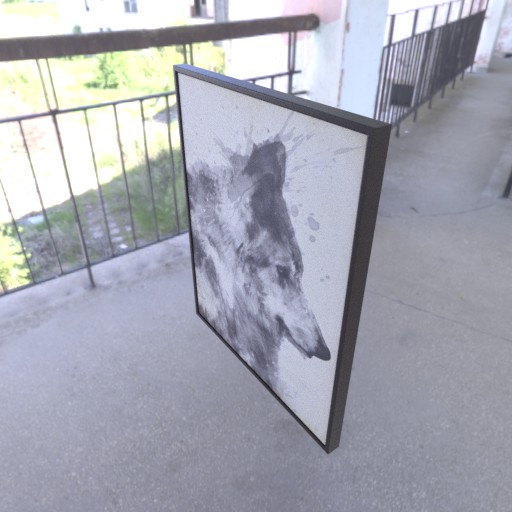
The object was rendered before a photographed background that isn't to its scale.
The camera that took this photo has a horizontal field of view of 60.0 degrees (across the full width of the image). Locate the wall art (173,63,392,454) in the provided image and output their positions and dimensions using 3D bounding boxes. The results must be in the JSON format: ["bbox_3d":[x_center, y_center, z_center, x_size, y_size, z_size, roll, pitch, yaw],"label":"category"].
[{"bbox_3d":[0.000,0.000,0.759,0.028,0.551,0.451,-21,38,-30],"label":"wall art"}]
